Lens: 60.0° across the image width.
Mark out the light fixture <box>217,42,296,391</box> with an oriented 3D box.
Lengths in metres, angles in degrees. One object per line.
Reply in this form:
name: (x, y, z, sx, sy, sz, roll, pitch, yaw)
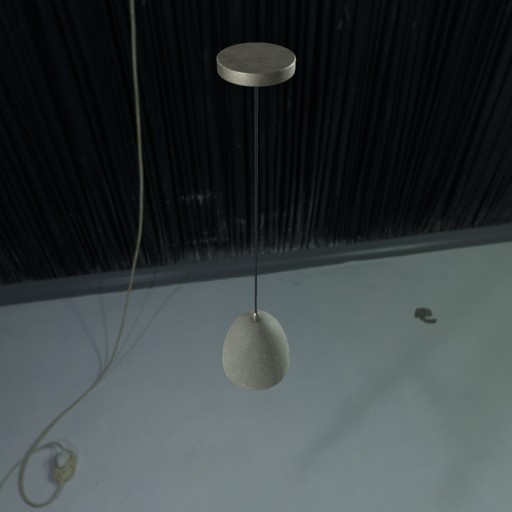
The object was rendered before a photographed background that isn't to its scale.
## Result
light fixture: (0.000, 0.000, 0.863, 0.170, 0.759, 0.170, -9, 46, -9)
